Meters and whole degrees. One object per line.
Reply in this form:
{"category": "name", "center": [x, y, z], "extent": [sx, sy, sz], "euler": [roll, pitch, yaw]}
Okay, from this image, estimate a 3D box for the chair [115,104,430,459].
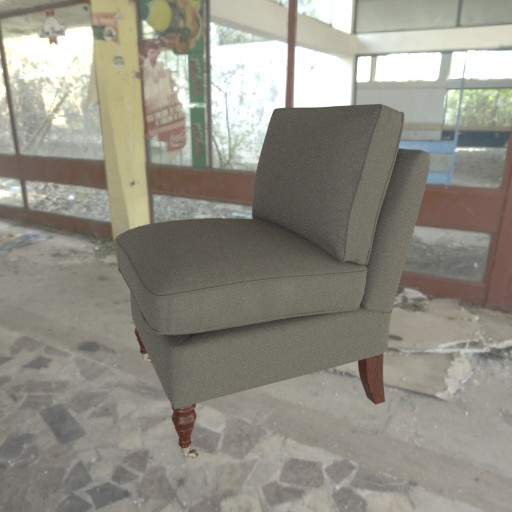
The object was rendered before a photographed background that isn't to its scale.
{"category": "chair", "center": [0.000, 0.000, 1.626], "extent": [0.924, 1.045, 0.724], "euler": [-8, 19, -24]}
